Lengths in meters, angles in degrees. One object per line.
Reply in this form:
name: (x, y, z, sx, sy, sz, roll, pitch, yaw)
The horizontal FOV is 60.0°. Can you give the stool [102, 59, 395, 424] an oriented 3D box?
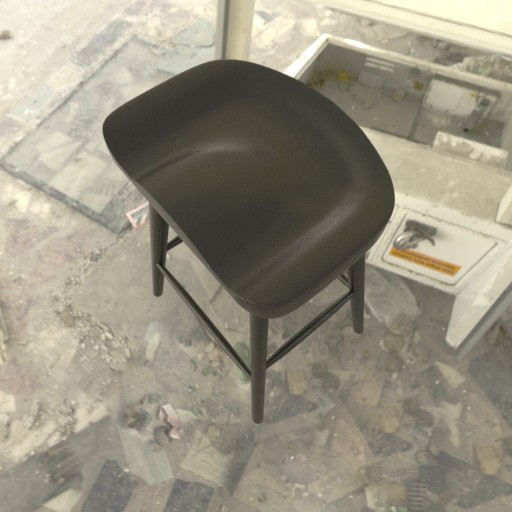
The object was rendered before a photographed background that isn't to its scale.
stool: (0.000, 0.000, 0.887, 0.361, 0.615, 0.440, -36, 68, -17)
